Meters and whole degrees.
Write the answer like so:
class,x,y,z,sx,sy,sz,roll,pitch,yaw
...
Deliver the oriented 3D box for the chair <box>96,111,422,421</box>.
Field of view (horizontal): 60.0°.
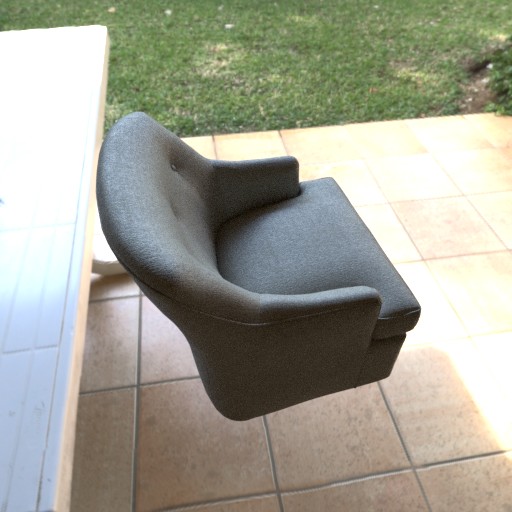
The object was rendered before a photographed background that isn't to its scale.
class,x,y,z,sx,sy,sz,roll,pitch,yaw
chair,0.000,0.000,1.581,0.923,0.856,0.864,-11,46,-11
